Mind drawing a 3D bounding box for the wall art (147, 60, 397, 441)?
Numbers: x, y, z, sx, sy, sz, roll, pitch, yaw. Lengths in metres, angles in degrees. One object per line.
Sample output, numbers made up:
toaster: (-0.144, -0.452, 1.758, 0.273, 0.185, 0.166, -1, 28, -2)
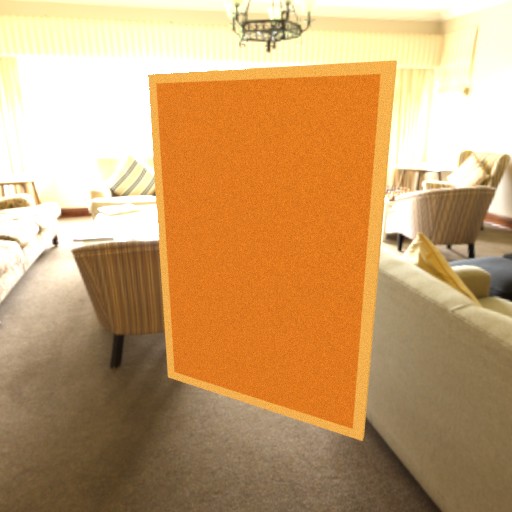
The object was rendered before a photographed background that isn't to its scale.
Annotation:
wall art: (0.000, 0.000, 0.838, 0.456, 0.656, 0.013, 9, 20, 26)
